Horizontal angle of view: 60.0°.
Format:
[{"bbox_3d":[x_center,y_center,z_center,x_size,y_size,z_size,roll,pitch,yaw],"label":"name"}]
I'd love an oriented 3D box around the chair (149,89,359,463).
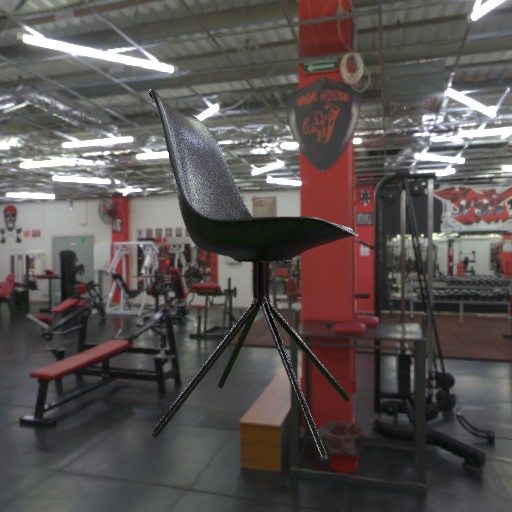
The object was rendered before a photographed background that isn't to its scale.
[{"bbox_3d":[0.000,0.000,1.168,0.525,0.850,0.461,0,1,18],"label":"chair"}]
